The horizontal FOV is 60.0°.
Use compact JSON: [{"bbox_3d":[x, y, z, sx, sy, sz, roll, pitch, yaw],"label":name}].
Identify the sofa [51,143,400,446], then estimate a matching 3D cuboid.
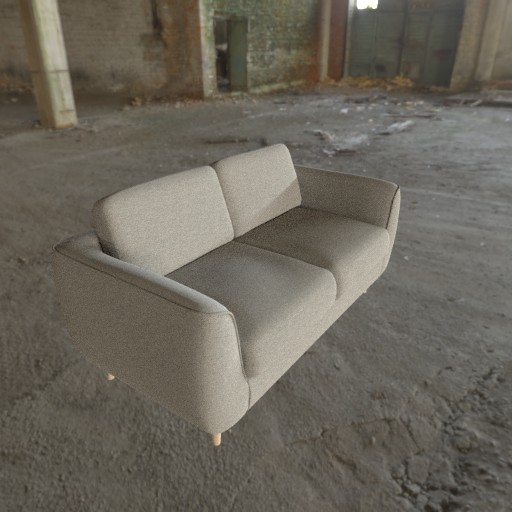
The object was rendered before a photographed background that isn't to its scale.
[{"bbox_3d":[0.000,0.000,2.173,0.920,0.850,1.700,17,31,32],"label":"sofa"}]
